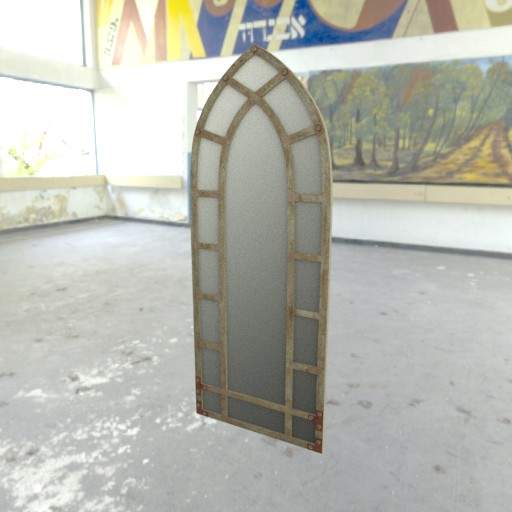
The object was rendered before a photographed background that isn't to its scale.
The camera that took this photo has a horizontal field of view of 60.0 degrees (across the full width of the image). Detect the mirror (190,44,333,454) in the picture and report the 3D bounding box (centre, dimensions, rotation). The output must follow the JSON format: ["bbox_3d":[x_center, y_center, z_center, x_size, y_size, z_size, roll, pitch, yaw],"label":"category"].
[{"bbox_3d":[0.000,0.000,1.329,0.464,1.175,0.025,7,14,27],"label":"mirror"}]
